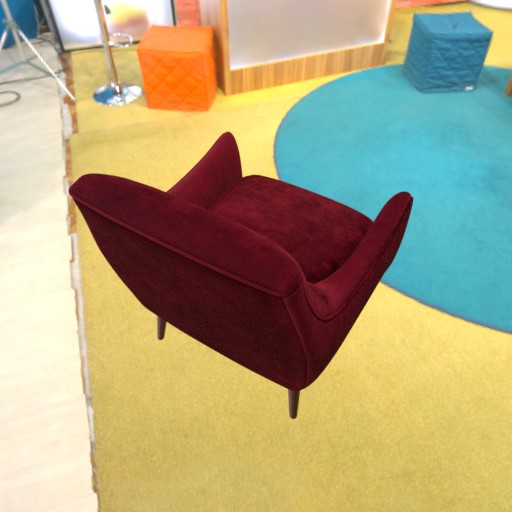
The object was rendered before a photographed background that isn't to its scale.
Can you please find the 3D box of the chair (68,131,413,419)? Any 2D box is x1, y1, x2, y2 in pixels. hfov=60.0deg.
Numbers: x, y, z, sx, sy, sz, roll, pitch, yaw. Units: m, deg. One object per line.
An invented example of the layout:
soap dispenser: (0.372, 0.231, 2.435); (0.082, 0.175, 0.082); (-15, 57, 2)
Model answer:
chair: (0.000, 0.000, 1.460); (0.762, 0.838, 0.787); (24, 51, 22)
